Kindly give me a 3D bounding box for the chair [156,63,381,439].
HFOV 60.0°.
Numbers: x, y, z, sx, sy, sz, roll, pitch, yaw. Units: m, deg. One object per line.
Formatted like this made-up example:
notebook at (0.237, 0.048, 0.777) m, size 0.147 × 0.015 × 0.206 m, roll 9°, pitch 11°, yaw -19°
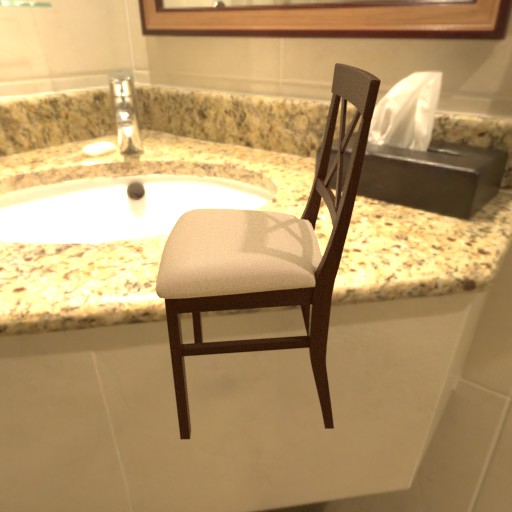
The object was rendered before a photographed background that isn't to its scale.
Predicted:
chair at (0.000, 0.000, 1.176) m, size 0.480 × 0.913 × 0.440 m, roll 0°, pitch 28°, yaw -1°
